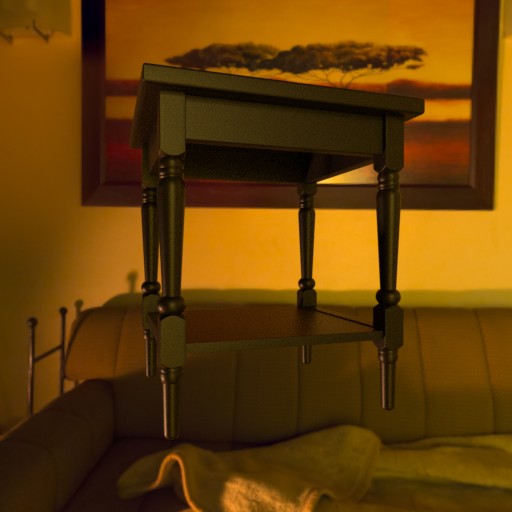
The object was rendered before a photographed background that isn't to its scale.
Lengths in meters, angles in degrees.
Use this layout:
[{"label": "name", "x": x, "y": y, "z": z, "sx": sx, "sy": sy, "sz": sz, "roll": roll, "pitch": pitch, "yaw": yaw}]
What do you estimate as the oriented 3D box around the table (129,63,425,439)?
[{"label": "table", "x": 0.000, "y": 0.000, "z": 0.924, "sx": 0.488, "sy": 0.565, "sz": 0.442, "roll": 0, "pitch": 1, "yaw": -18}]
